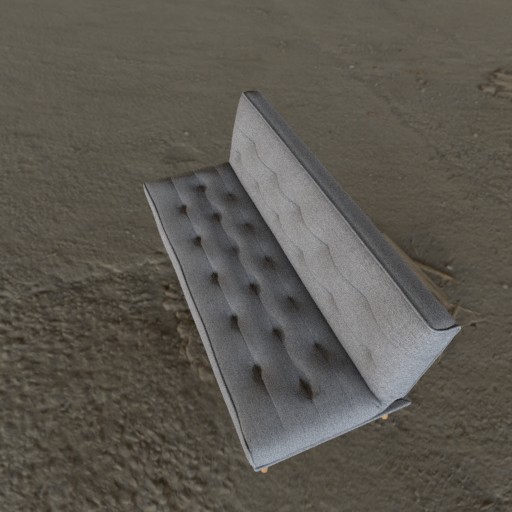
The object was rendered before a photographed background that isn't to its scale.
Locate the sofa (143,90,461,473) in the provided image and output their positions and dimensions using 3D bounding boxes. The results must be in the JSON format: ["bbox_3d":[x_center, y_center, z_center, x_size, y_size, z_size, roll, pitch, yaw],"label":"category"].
[{"bbox_3d":[0.000,0.000,2.278,0.810,0.830,1.820,-17,50,-15],"label":"sofa"}]
